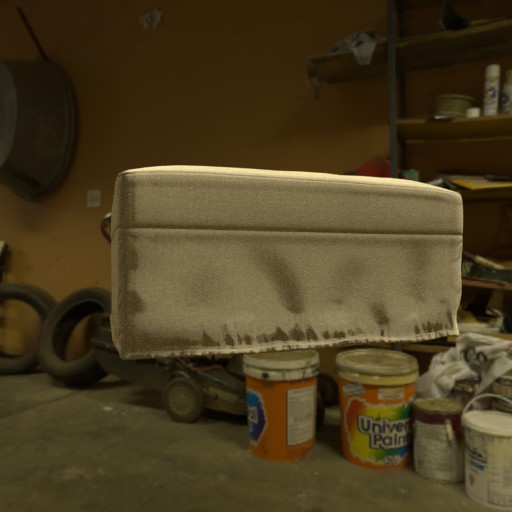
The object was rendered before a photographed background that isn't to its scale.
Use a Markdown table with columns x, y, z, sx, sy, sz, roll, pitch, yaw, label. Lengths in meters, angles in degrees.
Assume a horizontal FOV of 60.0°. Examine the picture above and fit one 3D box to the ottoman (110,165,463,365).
| x | y | z | sx | sy | sz | roll | pitch | yaw | label |
| --- | --- | --- | --- | --- | --- | --- | --- | --- | --- |
| 0.000 | 0.000 | 1.352 | 0.840 | 0.436 | 0.843 | 0 | -1 | -19 | ottoman |
